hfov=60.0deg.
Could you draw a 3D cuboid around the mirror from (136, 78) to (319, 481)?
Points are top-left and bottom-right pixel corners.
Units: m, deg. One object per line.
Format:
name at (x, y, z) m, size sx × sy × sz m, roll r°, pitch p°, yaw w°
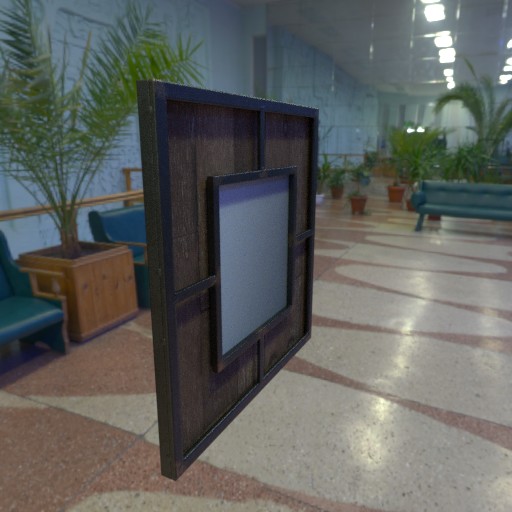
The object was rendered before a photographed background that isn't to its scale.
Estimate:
mirror at (0.000, 0.000, 0.566) m, size 0.020 × 0.381 × 0.382 m, roll 8°, pitch 16°, yaw 27°
